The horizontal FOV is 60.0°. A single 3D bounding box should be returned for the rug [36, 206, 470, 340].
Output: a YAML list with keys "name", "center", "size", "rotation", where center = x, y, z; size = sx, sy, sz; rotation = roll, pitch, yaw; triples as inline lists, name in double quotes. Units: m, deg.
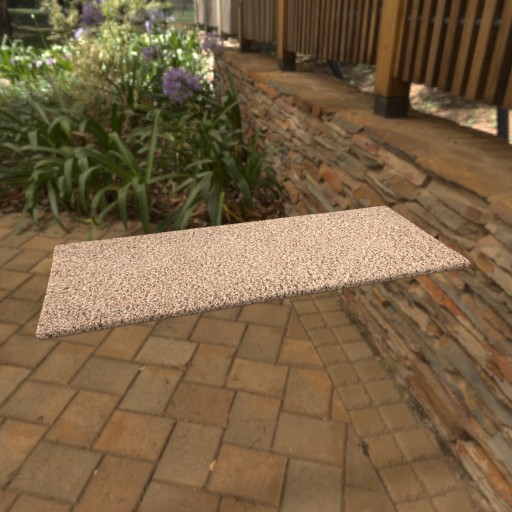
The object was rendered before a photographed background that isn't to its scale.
- name: "rug"
  center: [0.000, 0.000, 1.741]
  size: [1.524, 0.030, 0.609]
  rotation: [-8, 29, -15]
